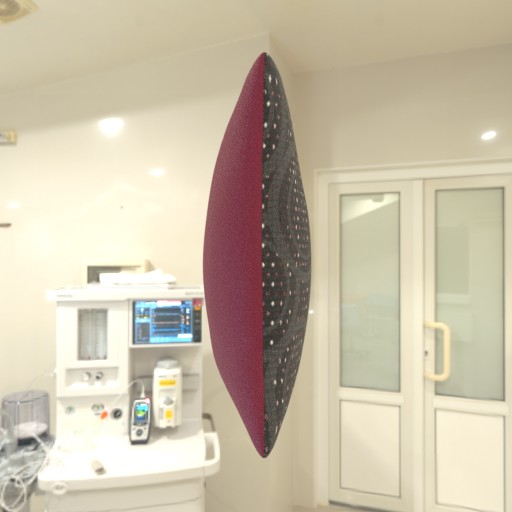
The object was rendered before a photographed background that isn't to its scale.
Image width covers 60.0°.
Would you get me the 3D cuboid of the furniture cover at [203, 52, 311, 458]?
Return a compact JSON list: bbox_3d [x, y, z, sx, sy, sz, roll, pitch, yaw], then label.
[{"bbox_3d":[0.000,0.000,0.820,0.193,0.509,0.552,0,0,-2],"label":"furniture cover"}]
